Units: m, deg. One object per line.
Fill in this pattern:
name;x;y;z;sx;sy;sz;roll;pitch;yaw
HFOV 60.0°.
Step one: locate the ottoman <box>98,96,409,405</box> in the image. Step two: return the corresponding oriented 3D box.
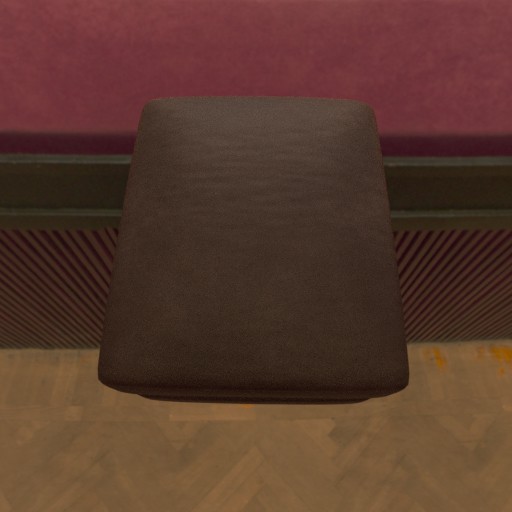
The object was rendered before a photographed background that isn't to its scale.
ottoman;0.000;0.000;1.253;0.670;0.569;0.806;1;64;0
